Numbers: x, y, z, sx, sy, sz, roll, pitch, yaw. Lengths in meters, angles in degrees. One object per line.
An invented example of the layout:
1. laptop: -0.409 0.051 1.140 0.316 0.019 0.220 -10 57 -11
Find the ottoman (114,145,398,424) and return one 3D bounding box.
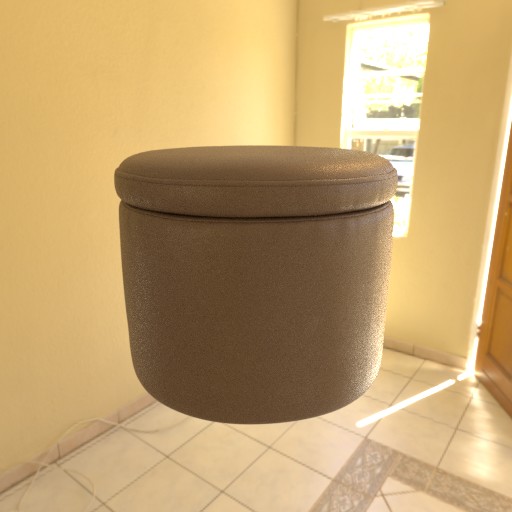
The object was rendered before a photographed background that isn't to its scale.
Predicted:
1. ottoman: 0.000 0.000 0.858 0.500 0.409 0.500 0 16 0
